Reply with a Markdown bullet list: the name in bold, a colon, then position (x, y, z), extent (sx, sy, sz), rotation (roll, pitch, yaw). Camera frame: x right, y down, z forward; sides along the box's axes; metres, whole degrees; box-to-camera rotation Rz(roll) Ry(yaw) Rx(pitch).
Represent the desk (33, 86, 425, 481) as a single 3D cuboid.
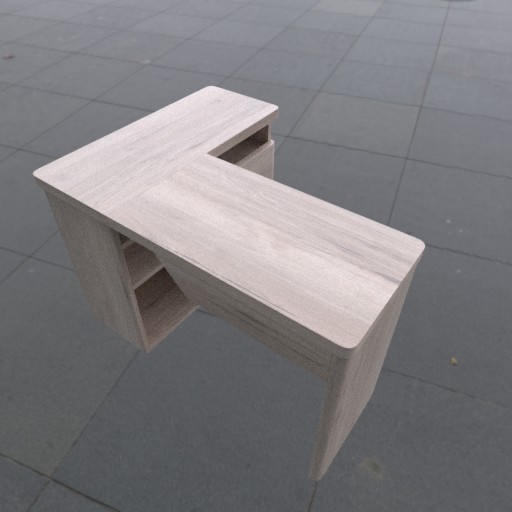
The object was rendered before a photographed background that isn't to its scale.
- **desk**: position (0.000, 0.000, 1.710), extent (1.169, 0.760, 0.900), rotation (27, 49, 26)
